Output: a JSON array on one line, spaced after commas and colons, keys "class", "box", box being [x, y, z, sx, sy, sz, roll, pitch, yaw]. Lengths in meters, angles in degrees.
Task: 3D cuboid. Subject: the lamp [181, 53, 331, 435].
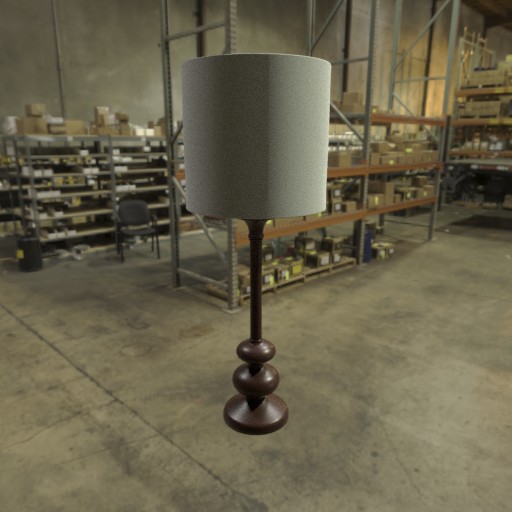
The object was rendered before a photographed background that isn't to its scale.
[{"class": "lamp", "box": [0.000, 0.000, 0.840, 0.254, 0.690, 0.254, 14, 20, 42]}]
